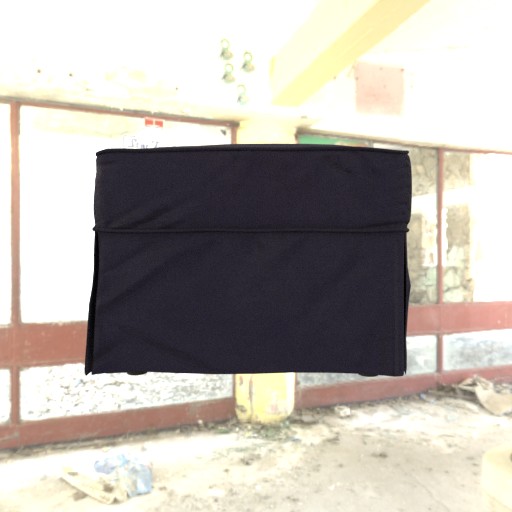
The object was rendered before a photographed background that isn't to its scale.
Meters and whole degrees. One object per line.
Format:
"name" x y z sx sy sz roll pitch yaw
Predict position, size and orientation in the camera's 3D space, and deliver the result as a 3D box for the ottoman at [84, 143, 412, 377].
"ottoman" 0.000 0.000 1.296 0.637 0.503 0.938 0 0 1
